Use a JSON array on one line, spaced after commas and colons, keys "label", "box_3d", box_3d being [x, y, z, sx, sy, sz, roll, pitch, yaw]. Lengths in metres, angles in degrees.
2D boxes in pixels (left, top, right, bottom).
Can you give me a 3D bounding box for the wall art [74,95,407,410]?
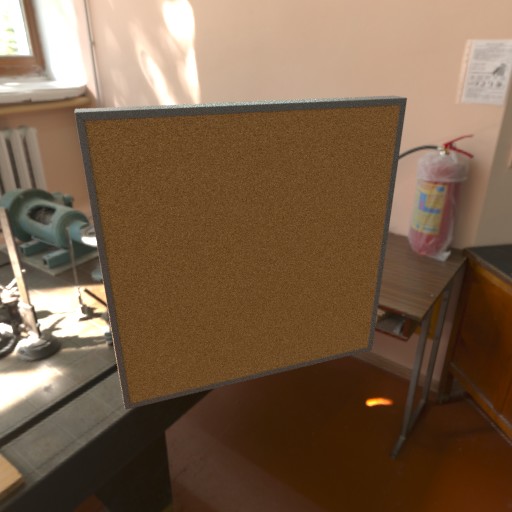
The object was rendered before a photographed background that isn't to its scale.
[{"label": "wall art", "box_3d": [0.000, 0.000, 0.530, 0.349, 0.349, 0.028, -9, 27, -18]}]
